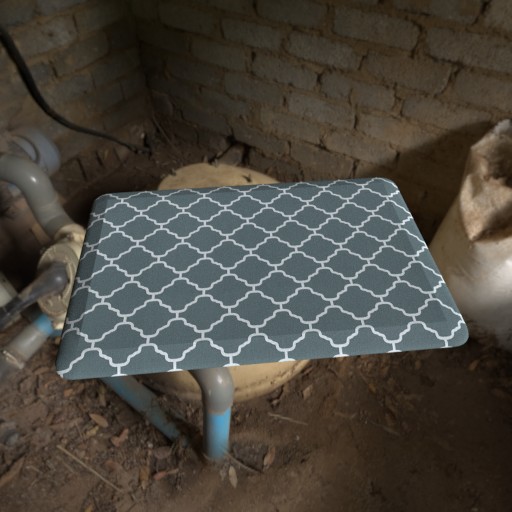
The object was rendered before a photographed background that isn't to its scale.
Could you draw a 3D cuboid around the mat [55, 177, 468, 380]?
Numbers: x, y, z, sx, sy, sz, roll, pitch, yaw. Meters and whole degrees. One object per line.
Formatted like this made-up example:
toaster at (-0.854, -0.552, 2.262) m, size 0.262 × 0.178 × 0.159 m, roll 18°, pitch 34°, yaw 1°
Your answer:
mat at (0.000, 0.000, 0.957) m, size 0.762 × 0.021 × 0.508 m, roll -4°, pitch 47°, yaw -4°
